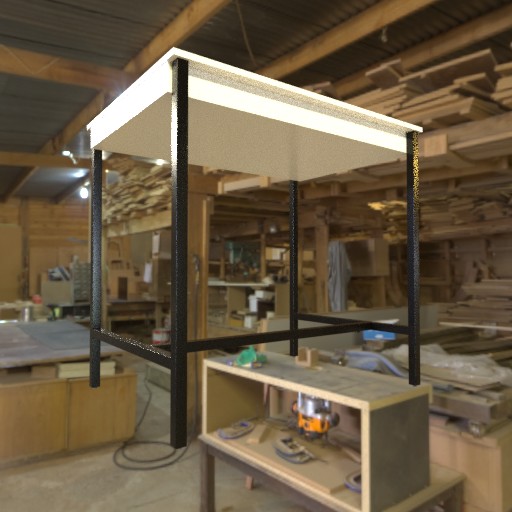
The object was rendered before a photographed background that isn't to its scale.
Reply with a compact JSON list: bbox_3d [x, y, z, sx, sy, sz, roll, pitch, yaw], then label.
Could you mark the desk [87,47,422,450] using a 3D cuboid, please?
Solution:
[{"bbox_3d":[0.000,0.000,1.302,0.811,0.766,0.573,1,-2,-36],"label":"desk"}]
